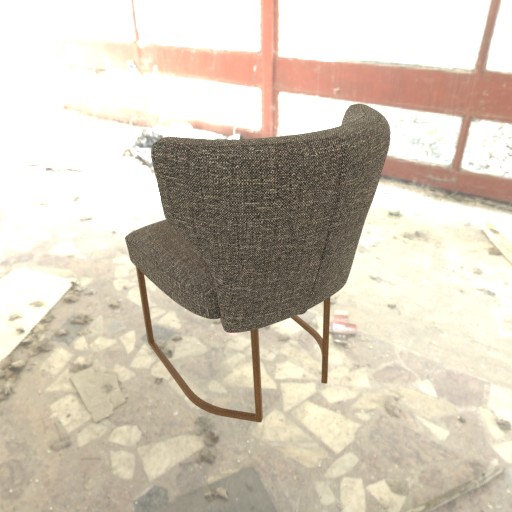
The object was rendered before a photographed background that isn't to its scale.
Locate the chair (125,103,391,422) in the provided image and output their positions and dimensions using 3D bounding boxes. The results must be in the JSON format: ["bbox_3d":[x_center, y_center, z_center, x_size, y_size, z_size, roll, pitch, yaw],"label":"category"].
[{"bbox_3d":[0.000,0.000,1.268,0.611,0.824,0.617,-20,36,-30],"label":"chair"}]
